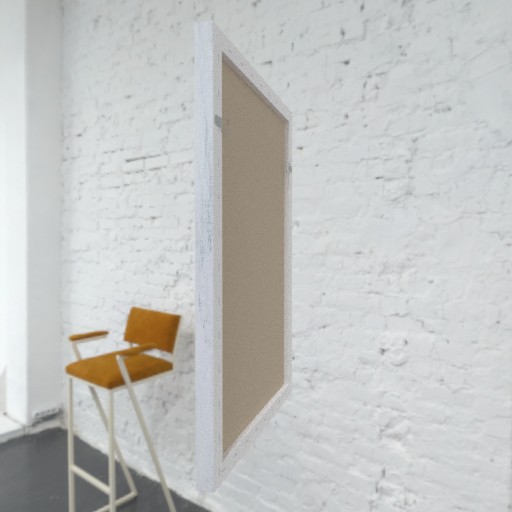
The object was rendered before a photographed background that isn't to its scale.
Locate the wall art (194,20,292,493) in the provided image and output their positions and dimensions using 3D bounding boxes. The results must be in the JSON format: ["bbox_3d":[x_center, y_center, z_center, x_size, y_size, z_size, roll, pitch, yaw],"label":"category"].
[{"bbox_3d":[0.000,0.000,1.157,0.043,0.914,0.624,0,1,19],"label":"wall art"}]
